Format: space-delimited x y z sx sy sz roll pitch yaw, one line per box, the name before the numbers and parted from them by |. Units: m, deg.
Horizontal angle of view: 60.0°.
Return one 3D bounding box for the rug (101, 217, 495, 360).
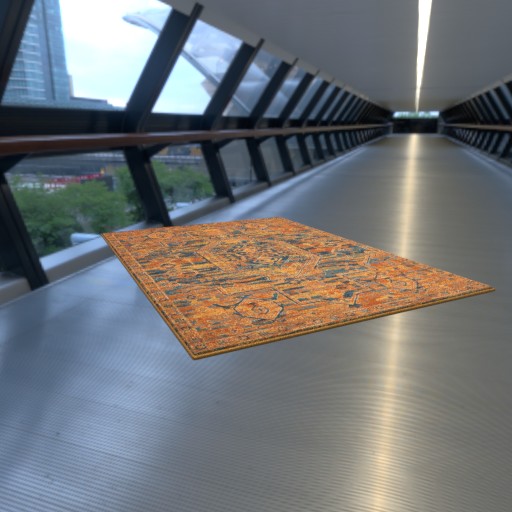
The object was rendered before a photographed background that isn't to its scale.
rug | 0.000 0.000 2.825 1.588 0.024 2.204 -8 17 -26
